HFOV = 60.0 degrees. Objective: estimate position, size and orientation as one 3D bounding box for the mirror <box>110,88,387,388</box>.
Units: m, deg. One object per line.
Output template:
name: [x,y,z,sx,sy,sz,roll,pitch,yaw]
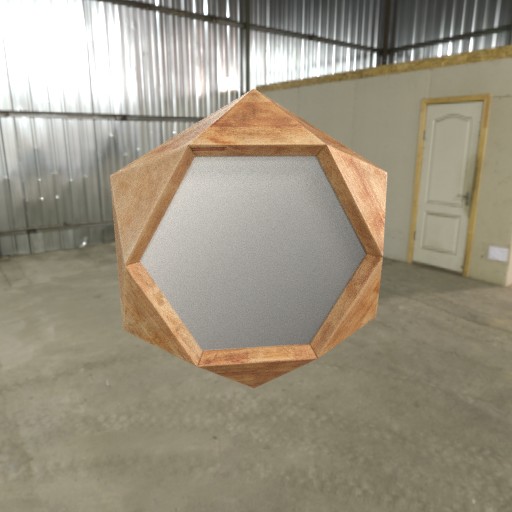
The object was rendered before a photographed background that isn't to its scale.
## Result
mirror: [0.000,0.000,1.087,0.675,0.779,0.091,-2,15,-7]
